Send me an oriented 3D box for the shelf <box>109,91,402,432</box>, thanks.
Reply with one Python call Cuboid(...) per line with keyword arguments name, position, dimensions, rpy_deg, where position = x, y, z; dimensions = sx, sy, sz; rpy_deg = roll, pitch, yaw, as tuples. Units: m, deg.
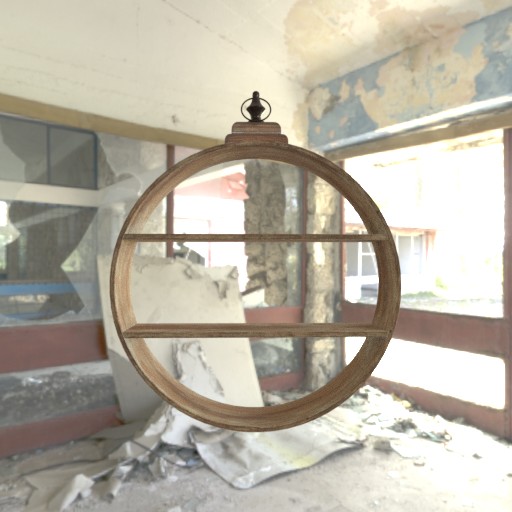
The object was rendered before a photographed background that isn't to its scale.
Cuboid(name="shelf", position=(0.000, 0.000, 0.973), dimensions=(0.601, 0.725, 0.125), rpy_deg=(0, 0, -1))
